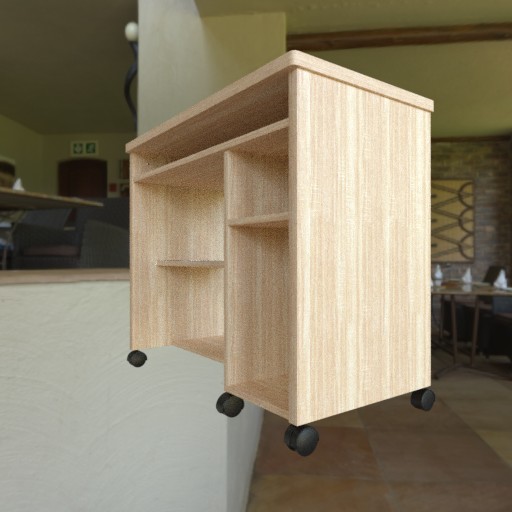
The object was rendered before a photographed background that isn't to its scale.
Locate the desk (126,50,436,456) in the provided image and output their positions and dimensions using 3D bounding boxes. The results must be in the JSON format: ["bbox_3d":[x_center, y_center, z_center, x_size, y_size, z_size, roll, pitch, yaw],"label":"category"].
[{"bbox_3d":[0.000,0.000,1.322,0.480,0.770,0.884,0,0,-36],"label":"desk"}]
